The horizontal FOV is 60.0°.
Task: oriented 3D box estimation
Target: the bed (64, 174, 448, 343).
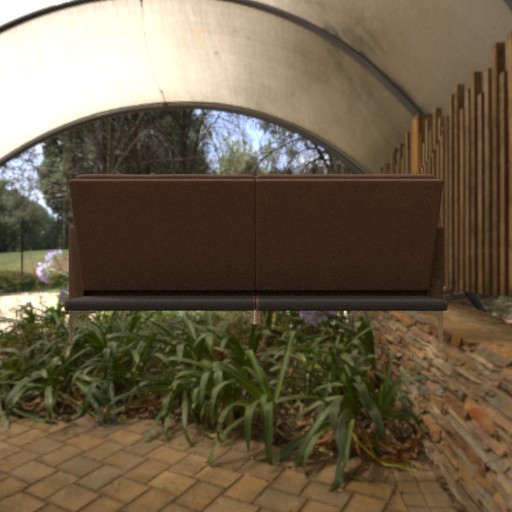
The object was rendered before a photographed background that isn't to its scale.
[{"bbox_3d":[0.000,0.000,2.422,1.905,0.787,0.889,0,0,0],"label":"bed"}]
